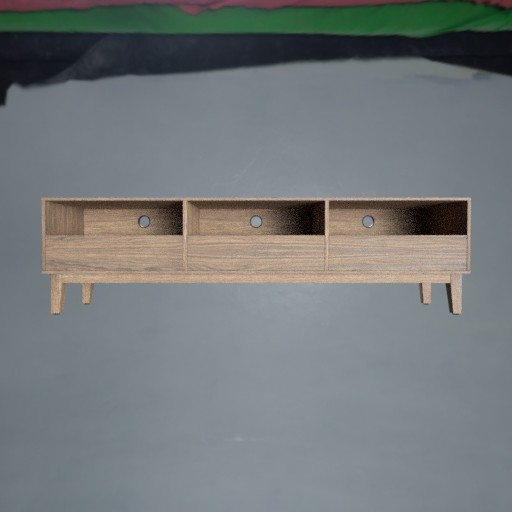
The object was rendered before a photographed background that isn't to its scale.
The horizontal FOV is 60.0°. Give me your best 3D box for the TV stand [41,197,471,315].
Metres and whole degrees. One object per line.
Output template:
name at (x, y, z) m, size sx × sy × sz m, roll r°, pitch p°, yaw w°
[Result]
TV stand at (0.000, 0.000, 1.714) m, size 1.482 × 0.409 × 0.366 m, roll 0°, pitch 1°, yaw 0°
